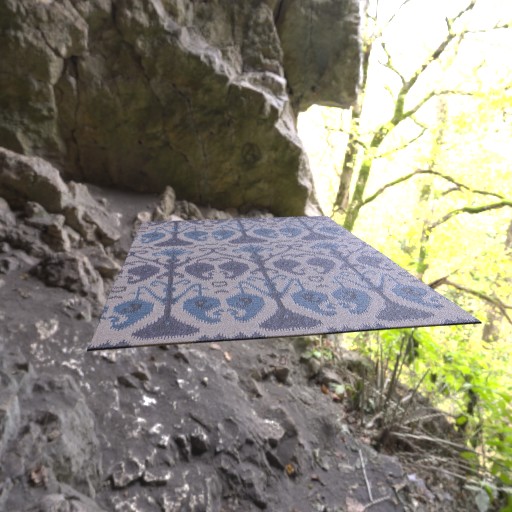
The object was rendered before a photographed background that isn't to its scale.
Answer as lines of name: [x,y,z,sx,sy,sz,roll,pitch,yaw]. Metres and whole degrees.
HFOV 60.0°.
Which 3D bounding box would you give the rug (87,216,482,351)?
rug: [0.000,0.000,2.896,1.676,0.013,2.261,-3,17,-8]
